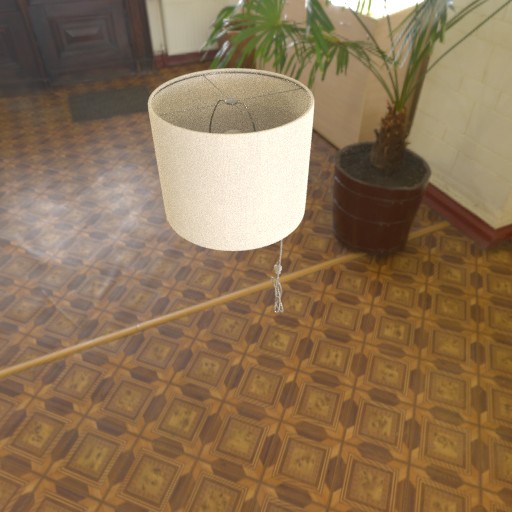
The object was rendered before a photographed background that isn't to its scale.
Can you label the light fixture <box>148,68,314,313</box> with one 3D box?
[{"bbox_3d":[0.000,0.000,1.037,0.253,0.842,0.479,13,43,14],"label":"light fixture"}]
